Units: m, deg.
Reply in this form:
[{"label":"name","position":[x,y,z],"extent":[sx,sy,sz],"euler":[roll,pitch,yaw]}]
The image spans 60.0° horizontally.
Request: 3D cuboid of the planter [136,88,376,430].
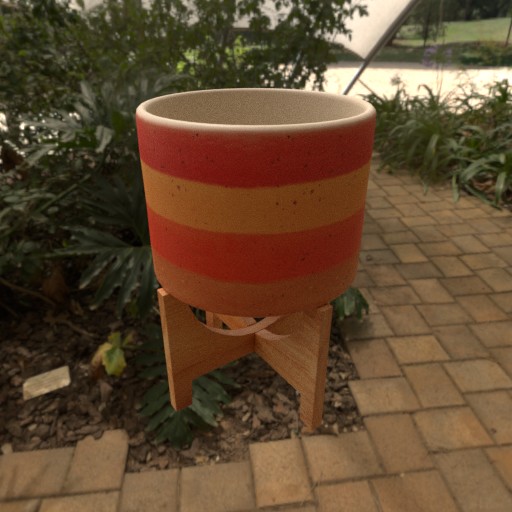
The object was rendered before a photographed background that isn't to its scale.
[{"label":"planter","position":[0.000,0.000,0.573],"extent":[0.269,0.379,0.269],"euler":[0,28,0]}]
